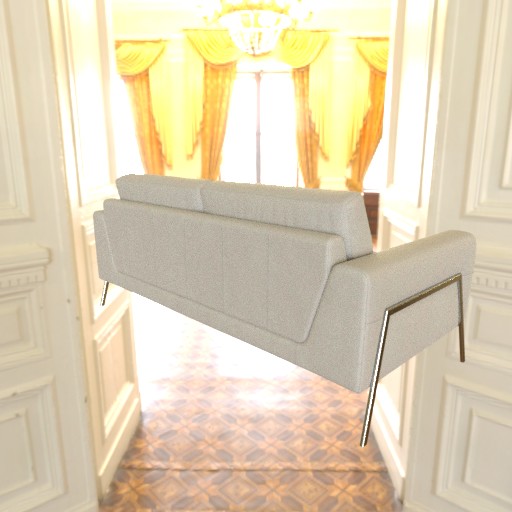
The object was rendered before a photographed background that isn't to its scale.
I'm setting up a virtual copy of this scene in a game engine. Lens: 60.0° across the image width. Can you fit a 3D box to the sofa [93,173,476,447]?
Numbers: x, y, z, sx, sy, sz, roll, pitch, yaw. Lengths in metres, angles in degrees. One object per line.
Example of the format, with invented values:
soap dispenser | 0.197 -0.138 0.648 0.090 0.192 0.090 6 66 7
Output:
sofa | 0.000 0.000 2.470 0.953 0.875 2.017 -13 19 -43
